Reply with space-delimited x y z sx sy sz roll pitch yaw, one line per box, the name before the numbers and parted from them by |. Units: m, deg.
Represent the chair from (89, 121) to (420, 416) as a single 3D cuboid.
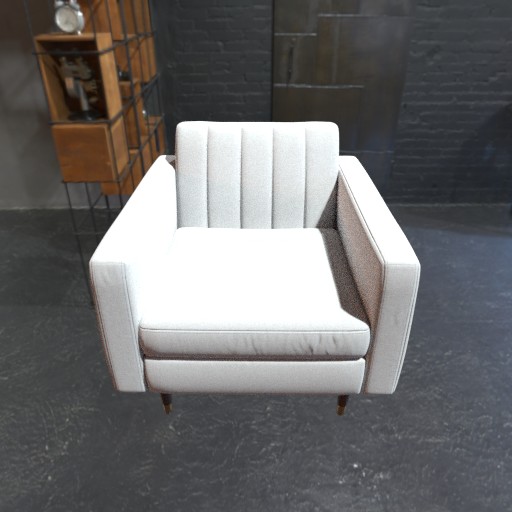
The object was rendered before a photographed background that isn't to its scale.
chair | 0.000 0.000 1.722 0.953 0.819 0.998 0 30 1
